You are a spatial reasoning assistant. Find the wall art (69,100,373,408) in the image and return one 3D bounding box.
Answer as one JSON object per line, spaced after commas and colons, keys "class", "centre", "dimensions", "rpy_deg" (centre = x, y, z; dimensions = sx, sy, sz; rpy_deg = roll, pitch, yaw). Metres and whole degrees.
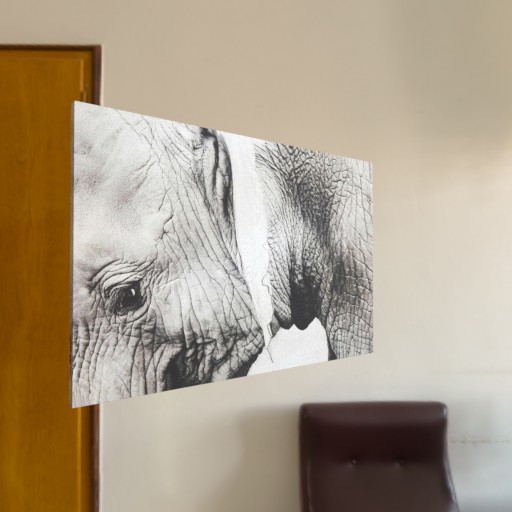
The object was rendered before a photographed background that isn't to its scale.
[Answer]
{"class": "wall art", "centre": [0.000, 0.000, 1.154], "dimensions": [0.914, 0.607, 0.023], "rpy_deg": [1, -1, -37]}
